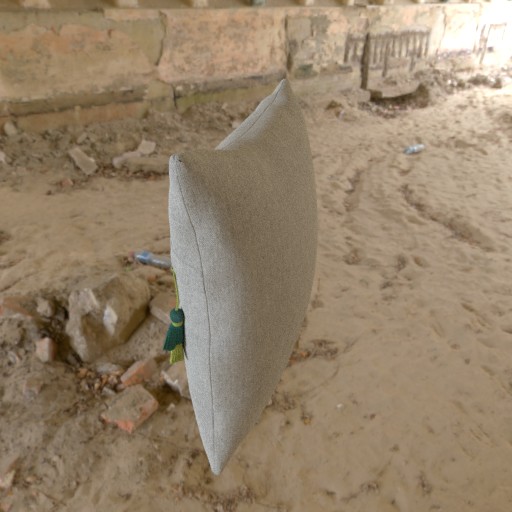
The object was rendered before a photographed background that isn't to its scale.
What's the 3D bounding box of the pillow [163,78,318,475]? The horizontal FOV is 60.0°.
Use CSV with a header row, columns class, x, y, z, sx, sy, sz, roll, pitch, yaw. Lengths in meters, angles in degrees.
class,x,y,z,sx,sy,sz,roll,pitch,yaw
pillow,0.000,0.000,0.662,0.173,0.436,0.433,8,31,14
